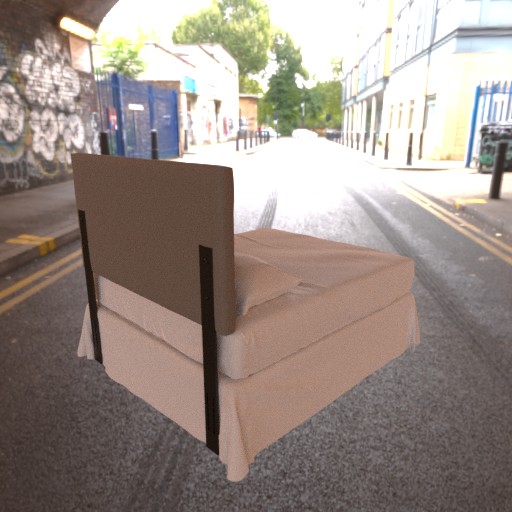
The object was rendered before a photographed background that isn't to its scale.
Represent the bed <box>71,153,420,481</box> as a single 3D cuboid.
[{"bbox_3d":[0.000,0.000,3.432,2.222,1.577,1.936,-15,22,-43],"label":"bed"}]
